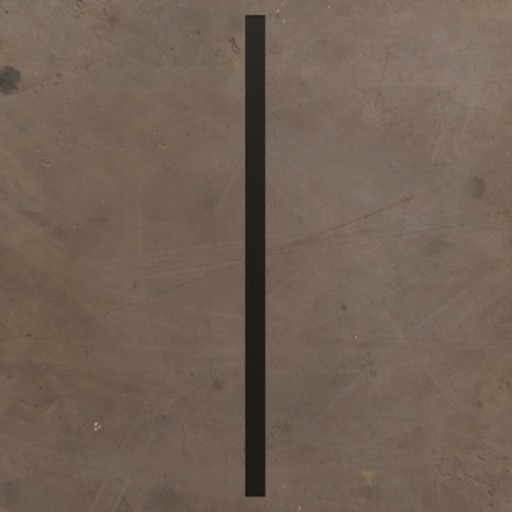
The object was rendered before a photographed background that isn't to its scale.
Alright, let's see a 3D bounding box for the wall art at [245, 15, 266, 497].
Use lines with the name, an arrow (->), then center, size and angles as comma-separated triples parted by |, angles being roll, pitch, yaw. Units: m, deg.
wall art -> 0.000, 0.000, 0.943 | 0.037, 0.303, 0.860 | 0, 90, 0
